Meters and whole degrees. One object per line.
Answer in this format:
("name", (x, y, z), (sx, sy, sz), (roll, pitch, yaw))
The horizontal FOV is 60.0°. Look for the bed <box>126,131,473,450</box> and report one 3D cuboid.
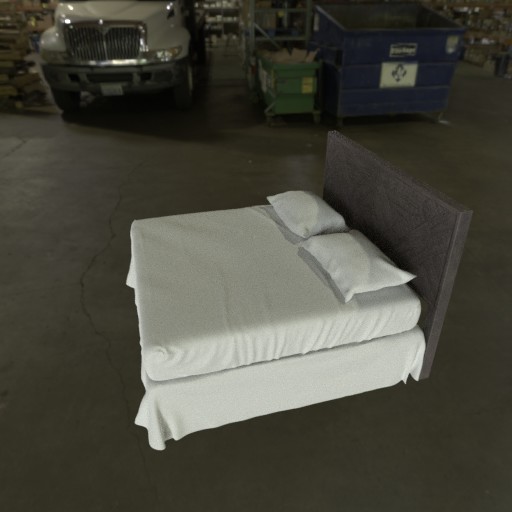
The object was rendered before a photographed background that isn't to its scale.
("bed", (0.000, 0.000, 2.951), (1.785, 1.142, 1.772), (-8, 31, -14))
